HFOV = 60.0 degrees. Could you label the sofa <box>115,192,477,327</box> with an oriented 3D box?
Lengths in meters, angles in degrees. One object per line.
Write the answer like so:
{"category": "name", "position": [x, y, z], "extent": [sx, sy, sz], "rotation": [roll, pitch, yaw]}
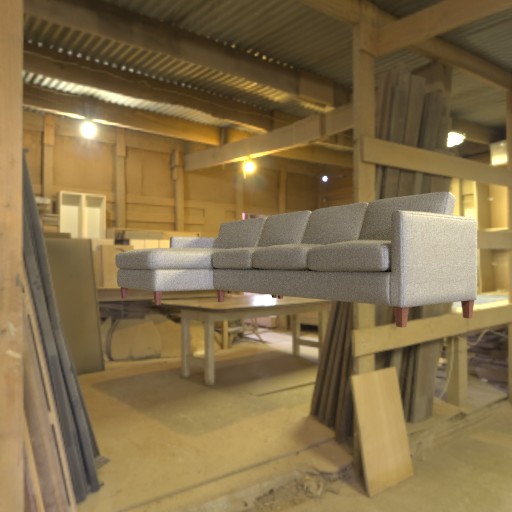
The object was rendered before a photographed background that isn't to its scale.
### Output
{"category": "sofa", "position": [0.000, 0.000, 3.886], "extent": [1.502, 0.876, 3.201], "rotation": [1, -1, -35]}
